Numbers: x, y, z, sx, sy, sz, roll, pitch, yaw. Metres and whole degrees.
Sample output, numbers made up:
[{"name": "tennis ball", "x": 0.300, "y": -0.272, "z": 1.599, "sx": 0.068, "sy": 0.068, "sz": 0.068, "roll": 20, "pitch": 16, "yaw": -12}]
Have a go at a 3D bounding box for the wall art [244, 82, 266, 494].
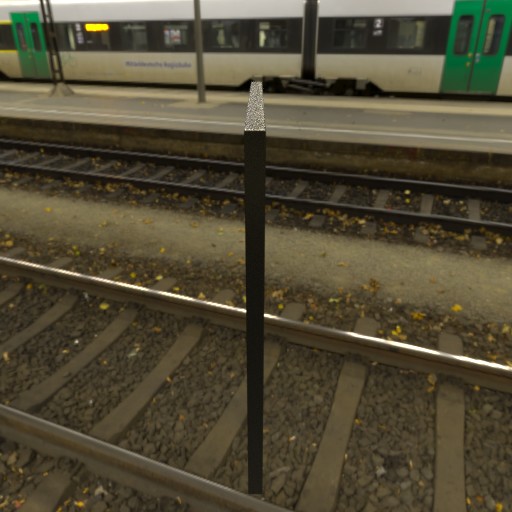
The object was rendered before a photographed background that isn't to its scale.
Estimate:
[{"name": "wall art", "x": 0.000, "y": 0.000, "z": 0.514, "sx": 0.014, "sy": 0.349, "sz": 0.349, "roll": 0, "pitch": 26, "yaw": 0}]
